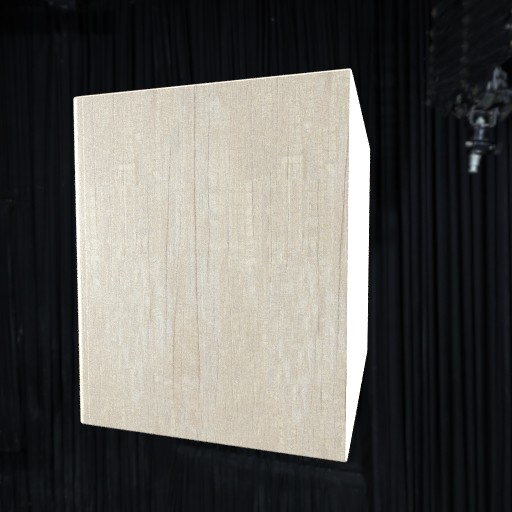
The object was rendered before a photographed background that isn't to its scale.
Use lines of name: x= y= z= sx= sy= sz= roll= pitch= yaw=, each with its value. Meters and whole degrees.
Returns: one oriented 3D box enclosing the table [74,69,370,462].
table: x=0.000 y=0.000 z=0.904 sx=0.420 sy=0.510 sz=0.570 roll=1 pitch=3 yaw=17
